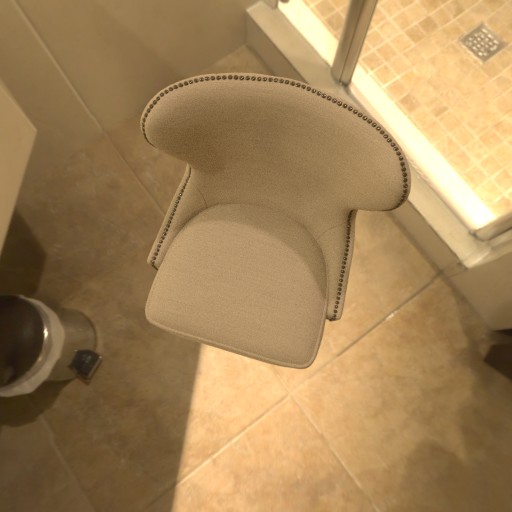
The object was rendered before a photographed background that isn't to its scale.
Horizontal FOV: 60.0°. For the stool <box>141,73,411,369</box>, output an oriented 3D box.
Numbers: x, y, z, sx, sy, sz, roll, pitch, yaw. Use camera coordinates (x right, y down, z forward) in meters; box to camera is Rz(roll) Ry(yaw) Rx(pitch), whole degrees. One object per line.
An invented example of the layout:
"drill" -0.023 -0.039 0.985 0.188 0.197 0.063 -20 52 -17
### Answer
"stool" 0.000 0.000 1.360 0.615 0.972 0.597 16 77 4
